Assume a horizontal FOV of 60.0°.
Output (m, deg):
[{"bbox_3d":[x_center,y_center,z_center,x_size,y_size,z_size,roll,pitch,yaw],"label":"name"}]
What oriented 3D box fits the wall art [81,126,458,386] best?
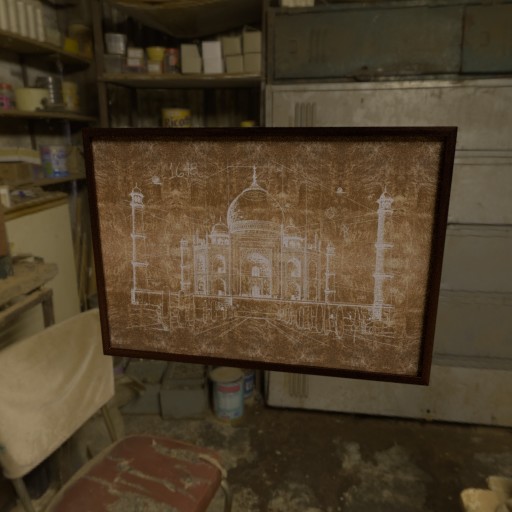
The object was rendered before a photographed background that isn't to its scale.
[{"bbox_3d":[0.000,0.000,0.545,0.431,0.304,0.012,3,15,10],"label":"wall art"}]
